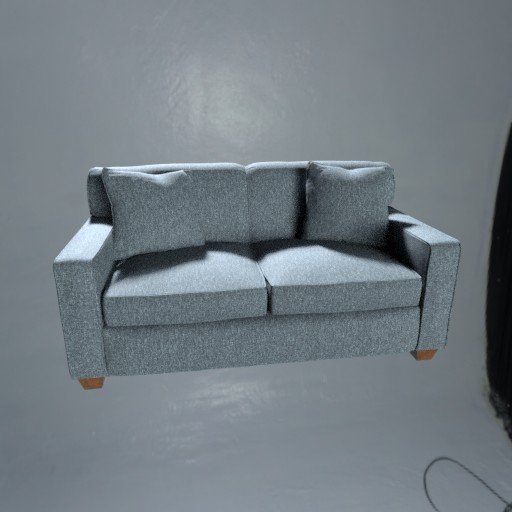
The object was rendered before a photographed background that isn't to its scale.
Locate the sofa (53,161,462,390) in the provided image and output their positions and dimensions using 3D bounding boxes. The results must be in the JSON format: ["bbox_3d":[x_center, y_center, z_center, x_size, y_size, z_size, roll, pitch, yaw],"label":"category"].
[{"bbox_3d":[0.000,0.000,2.427,1.846,0.958,0.998,-3,19,-8],"label":"sofa"}]
